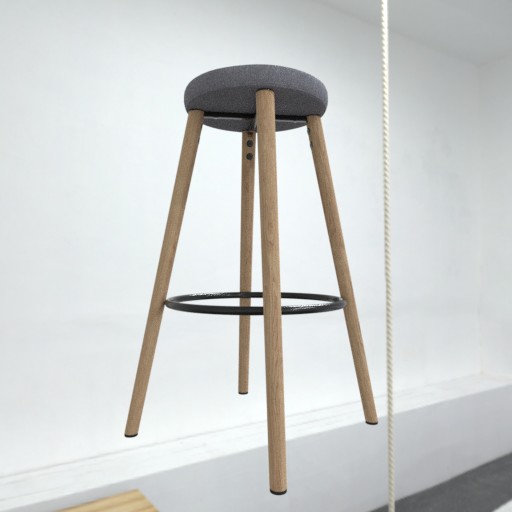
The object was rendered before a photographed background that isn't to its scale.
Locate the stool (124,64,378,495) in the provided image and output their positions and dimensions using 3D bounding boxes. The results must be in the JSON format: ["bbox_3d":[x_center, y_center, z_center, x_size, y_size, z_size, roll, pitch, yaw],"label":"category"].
[{"bbox_3d":[0.000,0.000,0.992,0.410,0.770,0.410,-1,-1,37],"label":"stool"}]
